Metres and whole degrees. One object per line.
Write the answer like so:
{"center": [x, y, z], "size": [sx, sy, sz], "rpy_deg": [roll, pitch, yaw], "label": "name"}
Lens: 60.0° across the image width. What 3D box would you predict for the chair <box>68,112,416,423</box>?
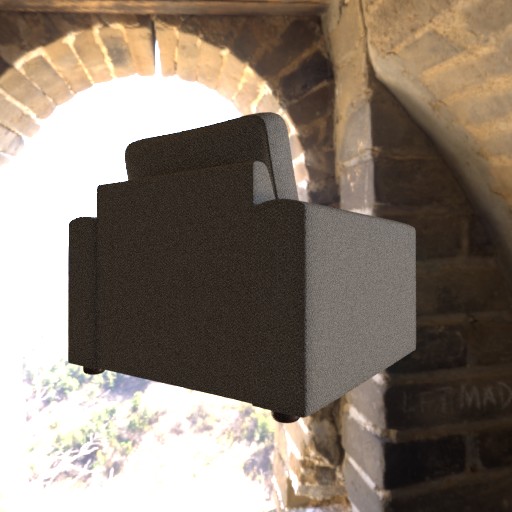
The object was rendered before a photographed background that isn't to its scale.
{"center": [0.000, 0.000, 1.768], "size": [1.005, 0.873, 1.016], "rpy_deg": [0, 0, 35], "label": "chair"}
